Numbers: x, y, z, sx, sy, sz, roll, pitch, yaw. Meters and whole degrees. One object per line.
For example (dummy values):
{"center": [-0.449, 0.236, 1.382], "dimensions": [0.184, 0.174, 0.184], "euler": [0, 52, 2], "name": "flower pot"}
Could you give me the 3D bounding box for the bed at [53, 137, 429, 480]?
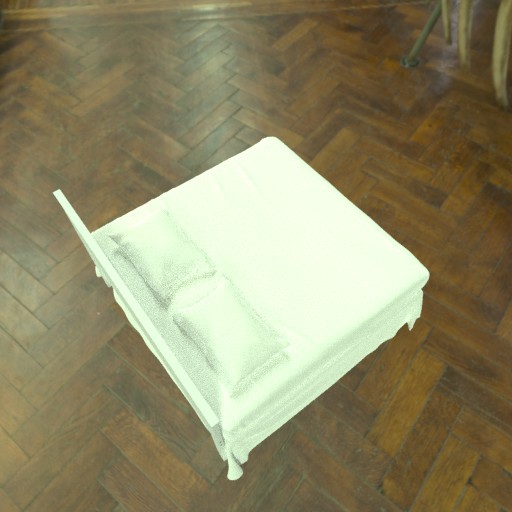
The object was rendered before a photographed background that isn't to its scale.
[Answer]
{"center": [0.000, 0.000, 3.606], "dimensions": [2.215, 1.273, 2.317], "euler": [-33, 63, -19], "name": "bed"}
